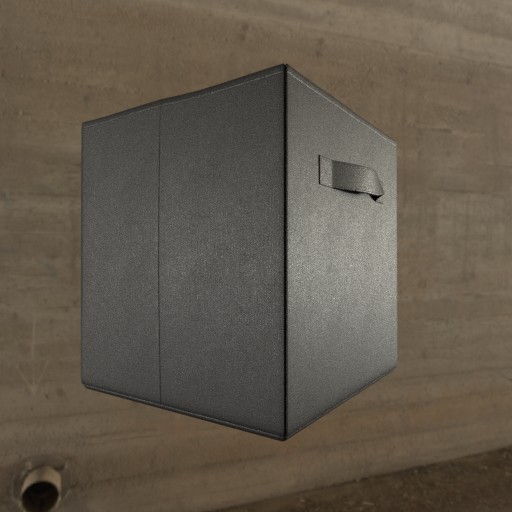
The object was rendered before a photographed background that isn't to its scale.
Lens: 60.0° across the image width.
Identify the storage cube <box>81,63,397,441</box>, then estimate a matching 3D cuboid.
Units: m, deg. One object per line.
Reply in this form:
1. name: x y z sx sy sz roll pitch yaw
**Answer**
1. storage cube: 0.000 0.000 0.498 0.270 0.280 0.270 0 -1 35
